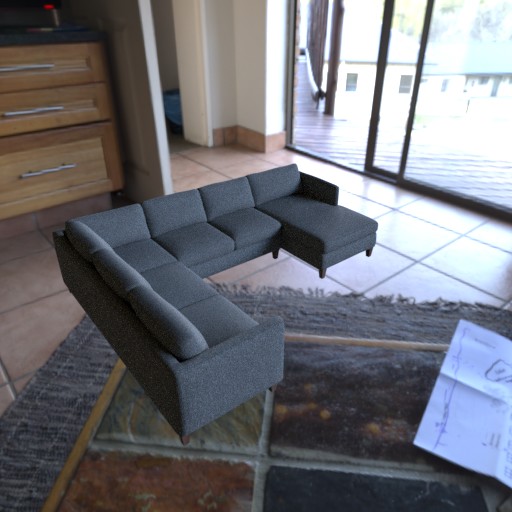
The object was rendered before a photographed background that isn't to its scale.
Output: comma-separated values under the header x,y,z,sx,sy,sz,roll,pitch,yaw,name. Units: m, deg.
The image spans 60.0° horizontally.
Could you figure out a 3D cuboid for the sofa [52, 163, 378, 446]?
x,y,z,sx,sy,sz,roll,pitch,yaw,name
0.000,0.000,4.521,3.238,0.853,2.551,-21,36,-32,sofa
